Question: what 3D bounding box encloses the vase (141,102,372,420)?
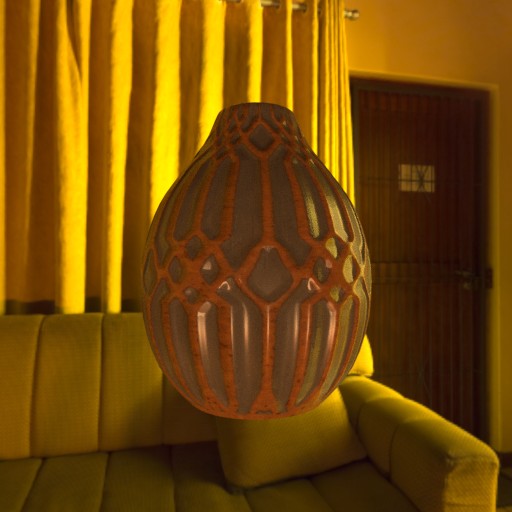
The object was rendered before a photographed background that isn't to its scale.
[{"bbox_3d":[0.000,0.000,0.137,0.069,0.088,0.069,0,-1,0],"label":"vase"}]
